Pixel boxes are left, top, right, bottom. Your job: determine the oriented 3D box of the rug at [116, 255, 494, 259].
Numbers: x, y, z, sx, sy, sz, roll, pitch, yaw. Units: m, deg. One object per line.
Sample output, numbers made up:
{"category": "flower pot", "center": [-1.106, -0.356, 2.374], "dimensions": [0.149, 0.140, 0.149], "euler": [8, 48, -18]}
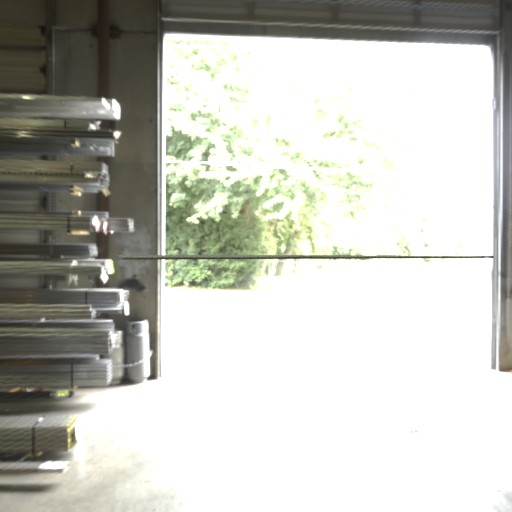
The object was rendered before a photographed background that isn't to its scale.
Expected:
{"category": "rug", "center": [0.000, 0.000, 4.087], "dimensions": [2.434, 0.019, 3.041], "euler": [0, 0, -18]}
